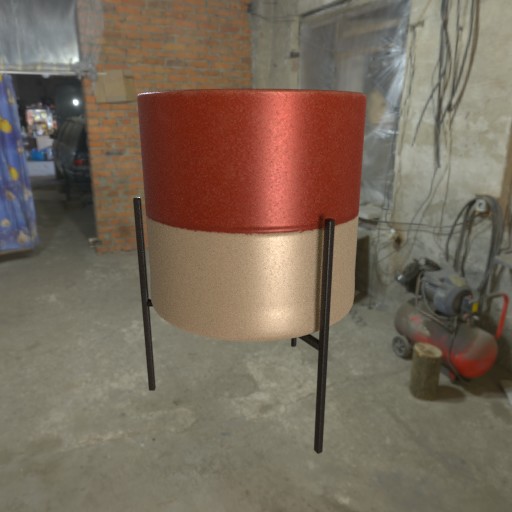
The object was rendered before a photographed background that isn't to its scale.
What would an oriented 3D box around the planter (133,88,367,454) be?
[{"bbox_3d":[0.000,0.000,0.520,0.235,0.354,0.251,9,20,27],"label":"planter"}]
